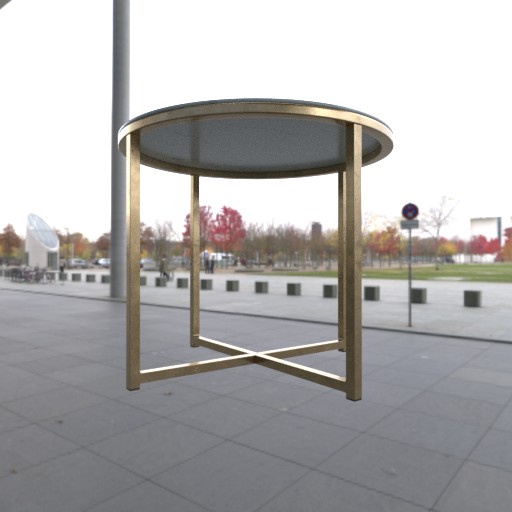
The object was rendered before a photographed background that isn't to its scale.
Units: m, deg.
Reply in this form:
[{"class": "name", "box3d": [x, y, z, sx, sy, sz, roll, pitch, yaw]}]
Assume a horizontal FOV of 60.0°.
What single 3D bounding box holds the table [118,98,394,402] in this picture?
[{"class": "table", "box3d": [0.000, 0.000, 0.840, 0.500, 0.420, 0.500, 0, 0, 0]}]
